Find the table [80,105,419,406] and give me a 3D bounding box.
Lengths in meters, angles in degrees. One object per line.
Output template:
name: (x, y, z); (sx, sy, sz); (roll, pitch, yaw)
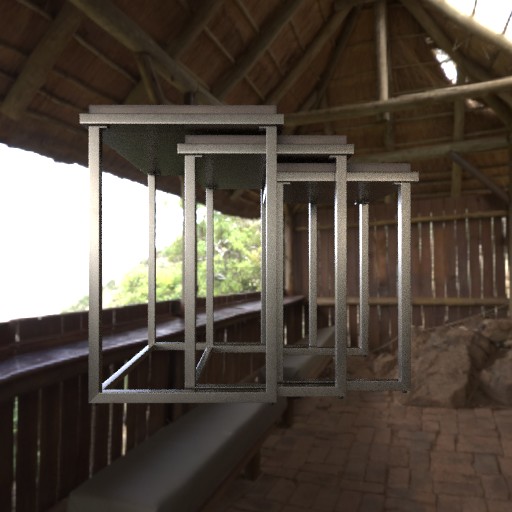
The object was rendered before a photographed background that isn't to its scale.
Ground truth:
table: (0.000, 0.000, 1.164); (0.706, 0.610, 0.559); (0, 0, 0)
